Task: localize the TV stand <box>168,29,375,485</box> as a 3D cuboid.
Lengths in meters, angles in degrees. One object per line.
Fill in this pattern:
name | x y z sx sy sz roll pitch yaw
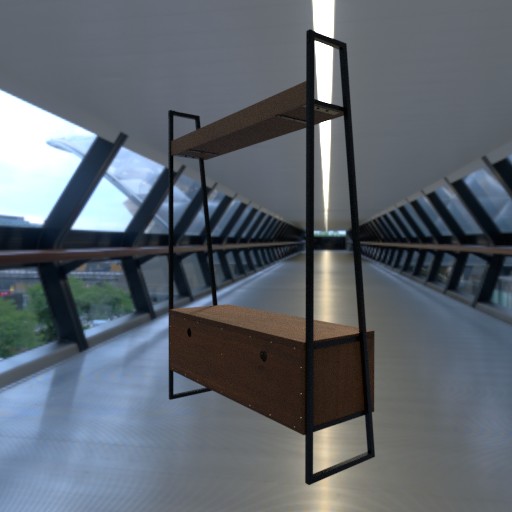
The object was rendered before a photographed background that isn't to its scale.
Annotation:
TV stand | 0.000 0.000 2.341 0.432 1.772 1.250 -1 1 -37
